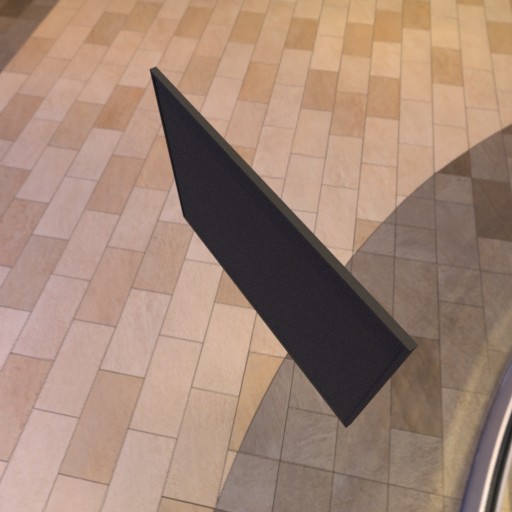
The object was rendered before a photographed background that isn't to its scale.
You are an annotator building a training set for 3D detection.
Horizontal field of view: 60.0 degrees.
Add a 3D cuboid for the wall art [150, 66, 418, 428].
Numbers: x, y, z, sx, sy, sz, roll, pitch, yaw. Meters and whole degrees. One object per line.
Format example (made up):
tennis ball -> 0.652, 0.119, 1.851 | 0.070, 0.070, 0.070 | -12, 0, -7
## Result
wall art -> 0.000, 0.000, 1.553 | 0.028, 0.805, 1.190 | -31, 63, -18
